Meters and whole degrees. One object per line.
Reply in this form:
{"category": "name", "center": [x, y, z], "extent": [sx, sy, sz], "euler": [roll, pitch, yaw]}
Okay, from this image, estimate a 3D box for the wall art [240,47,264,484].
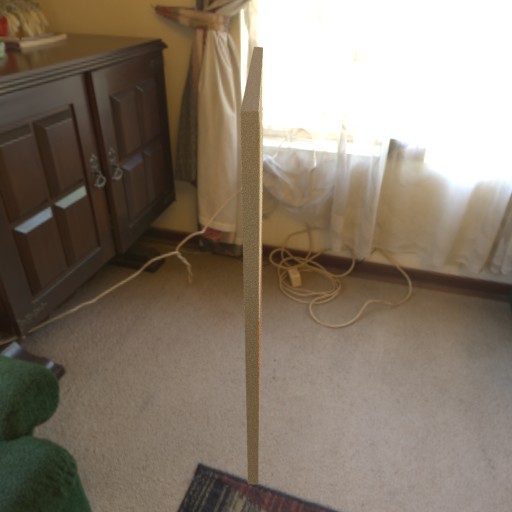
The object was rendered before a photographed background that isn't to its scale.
{"category": "wall art", "center": [0.000, 0.000, 1.322], "extent": [0.034, 1.042, 0.789], "euler": [1, 32, 1]}
